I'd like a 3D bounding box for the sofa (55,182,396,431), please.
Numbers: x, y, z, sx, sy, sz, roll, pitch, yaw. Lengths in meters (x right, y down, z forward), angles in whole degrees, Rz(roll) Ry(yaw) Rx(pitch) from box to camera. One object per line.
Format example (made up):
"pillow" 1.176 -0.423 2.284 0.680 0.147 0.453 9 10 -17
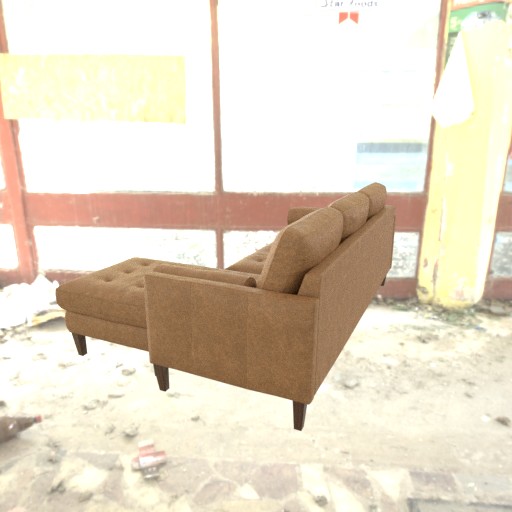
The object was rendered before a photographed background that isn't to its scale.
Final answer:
"sofa" 0.000 0.000 2.993 1.506 0.876 2.178 7 17 24
